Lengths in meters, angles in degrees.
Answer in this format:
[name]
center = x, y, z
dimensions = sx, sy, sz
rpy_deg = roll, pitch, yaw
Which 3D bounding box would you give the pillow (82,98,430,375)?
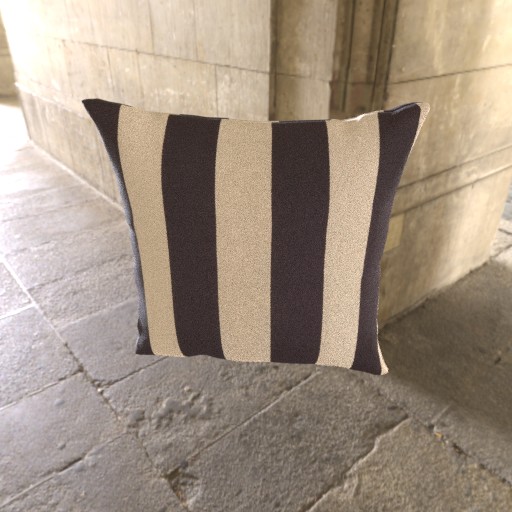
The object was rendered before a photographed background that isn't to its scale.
[pillow]
center = 0.000, 0.000, 0.783
dimensions = 0.536, 0.526, 0.189
rpy_deg = 2, 30, 4
